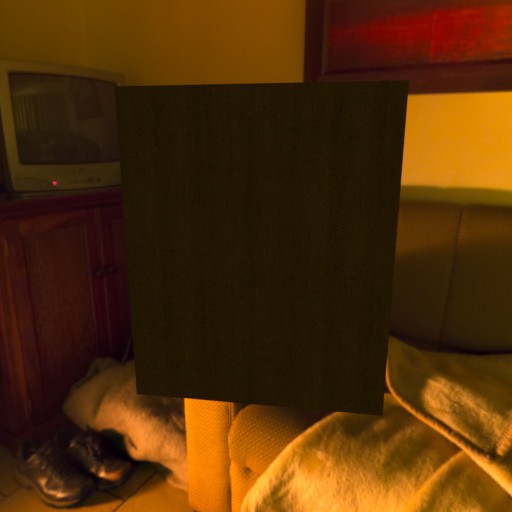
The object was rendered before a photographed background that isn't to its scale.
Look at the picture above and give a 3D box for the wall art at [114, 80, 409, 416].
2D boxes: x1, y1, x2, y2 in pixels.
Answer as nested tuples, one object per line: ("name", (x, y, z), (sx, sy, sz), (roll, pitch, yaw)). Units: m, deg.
("wall art", (0.000, 0.000, 0.761), (0.455, 0.552, 0.034), (2, 14, 9))
